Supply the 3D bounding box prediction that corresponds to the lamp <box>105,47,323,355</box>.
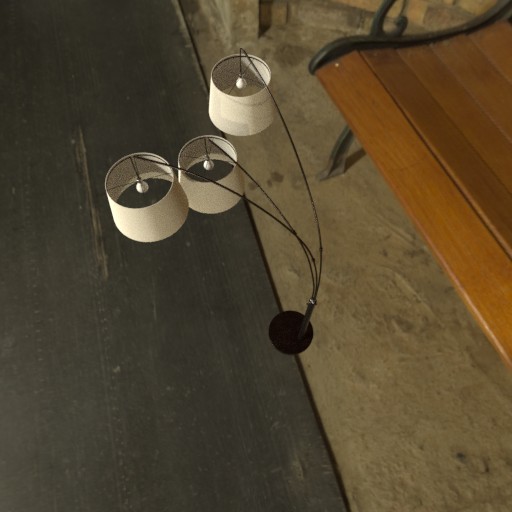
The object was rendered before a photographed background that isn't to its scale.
[{"bbox_3d":[0.000,0.000,2.424,0.924,1.950,0.951,33,69,15],"label":"lamp"}]
